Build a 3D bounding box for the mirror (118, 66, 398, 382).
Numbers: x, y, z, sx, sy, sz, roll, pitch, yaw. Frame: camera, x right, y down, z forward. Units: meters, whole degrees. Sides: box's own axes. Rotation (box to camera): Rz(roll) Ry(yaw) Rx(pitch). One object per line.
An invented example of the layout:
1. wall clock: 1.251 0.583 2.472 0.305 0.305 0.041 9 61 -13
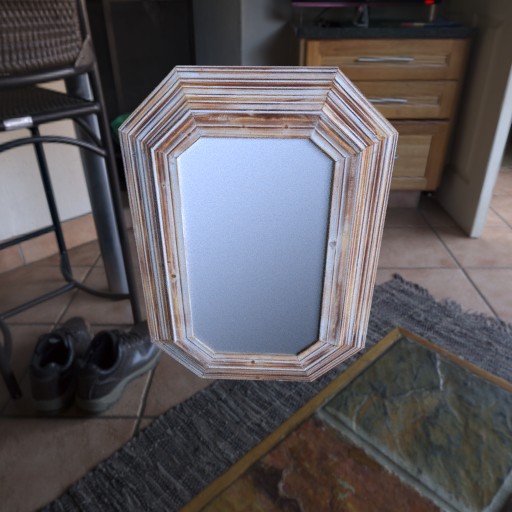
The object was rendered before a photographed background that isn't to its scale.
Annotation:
1. mirror: 0.000 0.000 1.289 0.709 1.015 0.061 1 30 2
